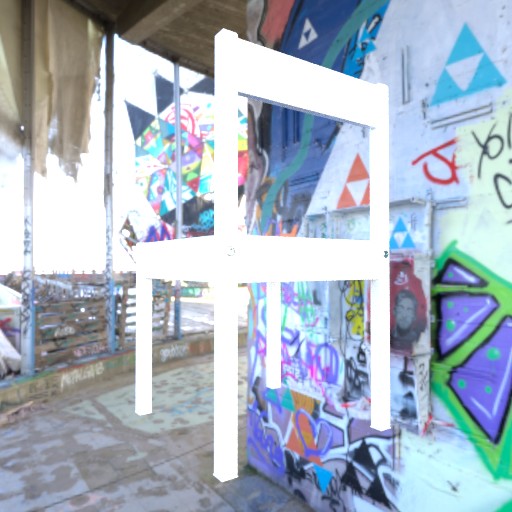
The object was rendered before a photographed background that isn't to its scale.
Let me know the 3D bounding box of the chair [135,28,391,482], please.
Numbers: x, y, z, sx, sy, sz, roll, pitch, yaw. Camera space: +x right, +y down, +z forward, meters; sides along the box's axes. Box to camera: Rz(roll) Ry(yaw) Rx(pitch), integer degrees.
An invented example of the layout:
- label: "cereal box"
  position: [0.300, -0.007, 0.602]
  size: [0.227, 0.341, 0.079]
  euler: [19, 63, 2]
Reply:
- label: "chair"
  position: [0.000, 0.000, 0.689]
  size: [0.285, 0.505, 0.285]
  euler: [1, -1, -34]
